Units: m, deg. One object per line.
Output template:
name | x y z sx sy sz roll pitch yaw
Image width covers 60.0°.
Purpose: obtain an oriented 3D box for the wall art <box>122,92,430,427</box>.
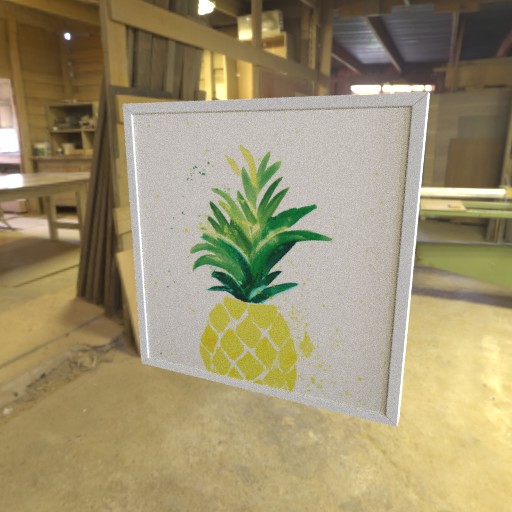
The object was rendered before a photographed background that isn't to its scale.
wall art | 0.000 0.000 1.140 0.763 0.761 0.038 7 16 24
